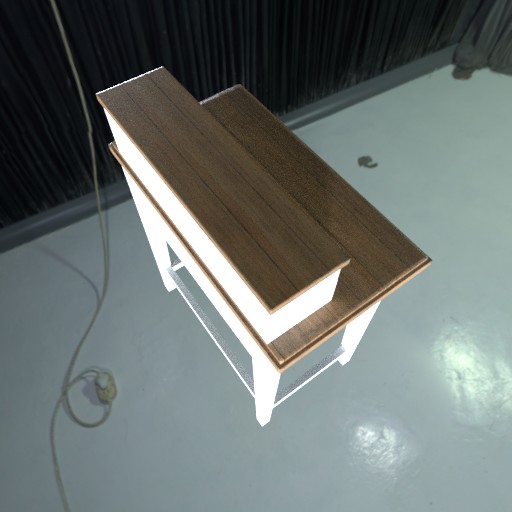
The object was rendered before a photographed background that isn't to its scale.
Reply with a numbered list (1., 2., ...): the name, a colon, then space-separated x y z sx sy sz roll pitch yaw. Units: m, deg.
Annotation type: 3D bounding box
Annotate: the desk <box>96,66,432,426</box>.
1. desk: 0.000 0.000 1.414 0.462 0.981 0.814 -31 63 -18
